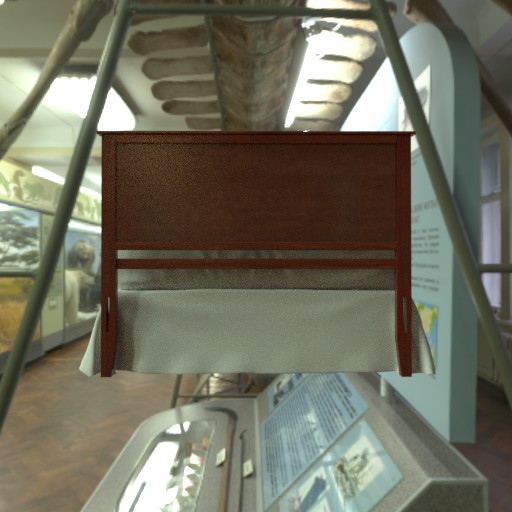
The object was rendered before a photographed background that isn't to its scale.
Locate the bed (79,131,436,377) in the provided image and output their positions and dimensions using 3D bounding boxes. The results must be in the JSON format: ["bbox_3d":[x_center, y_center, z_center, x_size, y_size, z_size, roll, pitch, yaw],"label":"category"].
[{"bbox_3d":[0.000,0.000,3.292,1.870,1.270,2.050,0,-1,0],"label":"bed"}]
